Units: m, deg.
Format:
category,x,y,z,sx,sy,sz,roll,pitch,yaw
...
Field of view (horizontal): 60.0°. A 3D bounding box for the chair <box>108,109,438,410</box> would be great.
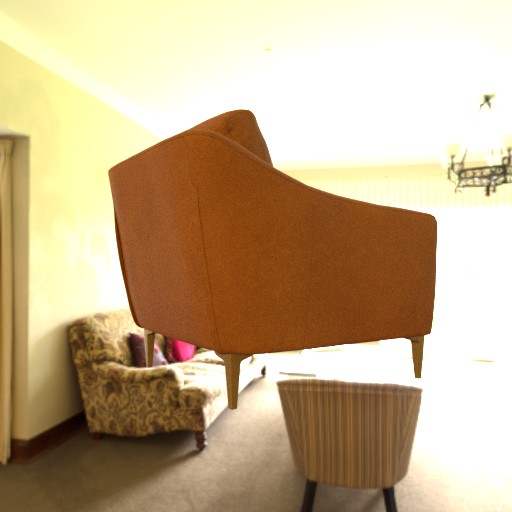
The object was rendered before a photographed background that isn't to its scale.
category,x,y,z,sx,sy,sz,roll,pitch,yaw
chair,0.000,0.000,1.724,0.963,0.895,0.988,0,-1,-36
